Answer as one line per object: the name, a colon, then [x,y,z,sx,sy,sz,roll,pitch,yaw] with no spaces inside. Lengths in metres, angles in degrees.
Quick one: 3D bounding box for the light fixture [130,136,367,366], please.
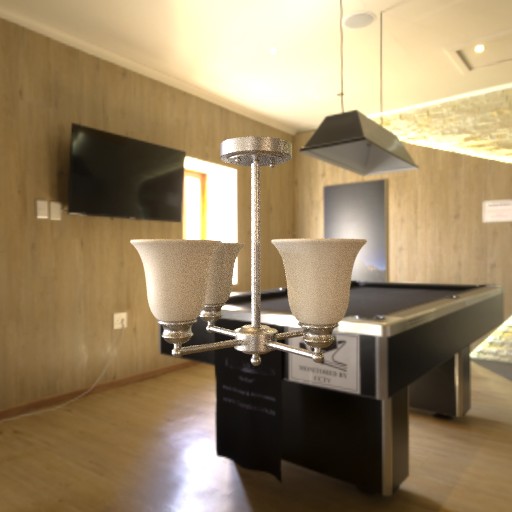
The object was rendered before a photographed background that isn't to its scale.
light fixture: [0.000,0.000,0.746,0.427,0.370,0.427,0,1,-37]
